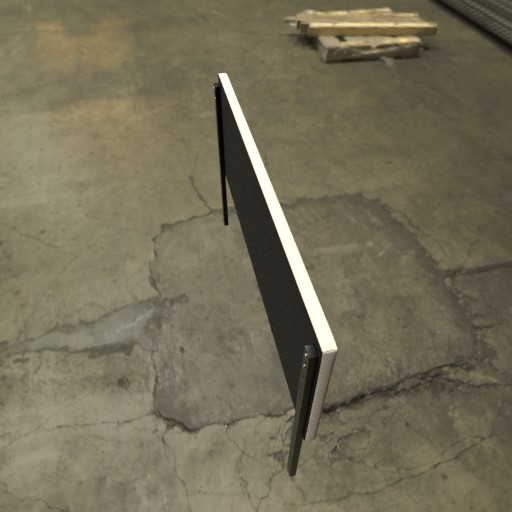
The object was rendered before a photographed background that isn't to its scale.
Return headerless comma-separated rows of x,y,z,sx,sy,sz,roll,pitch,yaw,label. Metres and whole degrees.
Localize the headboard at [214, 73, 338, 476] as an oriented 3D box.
0.000,0.000,2.903,0.120,1.410,2.362,-9,47,-9,headboard
